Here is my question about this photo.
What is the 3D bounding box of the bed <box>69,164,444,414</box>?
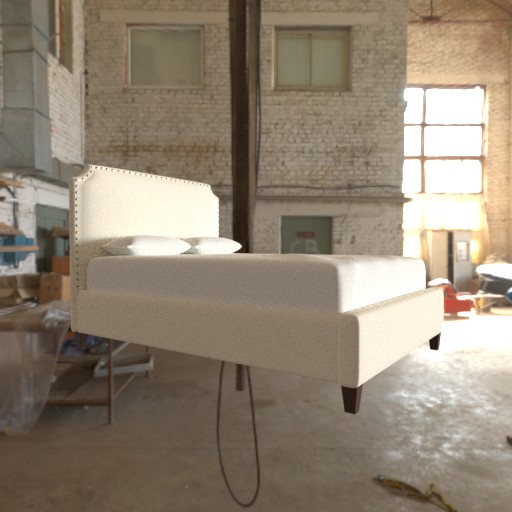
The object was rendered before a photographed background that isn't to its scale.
[{"bbox_3d":[0.000,0.000,3.411,2.365,1.443,1.712,1,2,35],"label":"bed"}]
